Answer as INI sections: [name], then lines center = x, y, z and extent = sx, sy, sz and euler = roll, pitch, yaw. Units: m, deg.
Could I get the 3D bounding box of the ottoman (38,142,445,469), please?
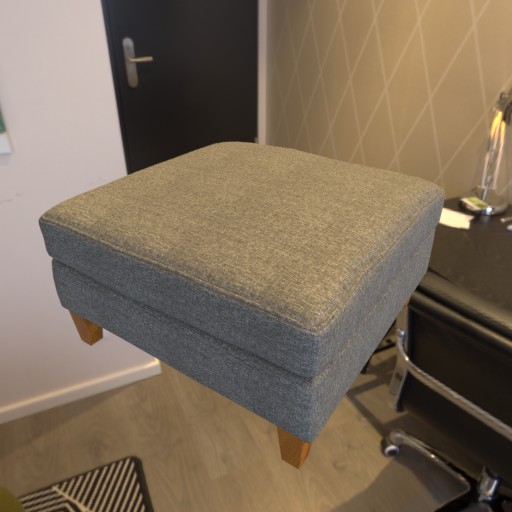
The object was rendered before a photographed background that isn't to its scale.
[ottoman]
center = 0.000, 0.000, 1.321
extent = 0.838, 0.481, 0.838
euler = 19, 35, 29
